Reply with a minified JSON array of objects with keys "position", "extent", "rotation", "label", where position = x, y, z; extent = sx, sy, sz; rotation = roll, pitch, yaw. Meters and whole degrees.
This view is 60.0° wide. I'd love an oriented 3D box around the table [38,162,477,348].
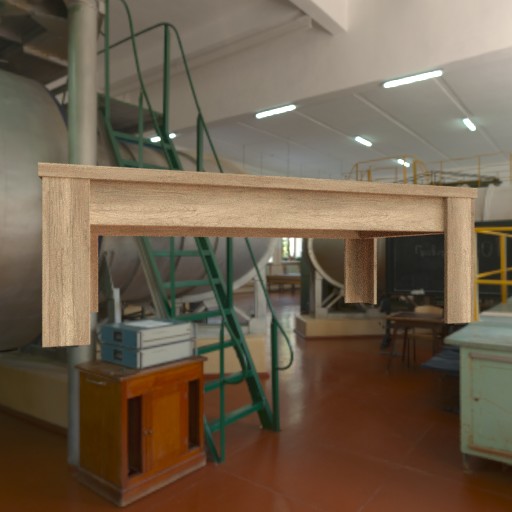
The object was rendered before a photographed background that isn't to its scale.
[{"position":[0.000,0.000,1.626],"extent":[1.350,0.460,0.700],"rotation":[0,0,-18],"label":"table"}]
